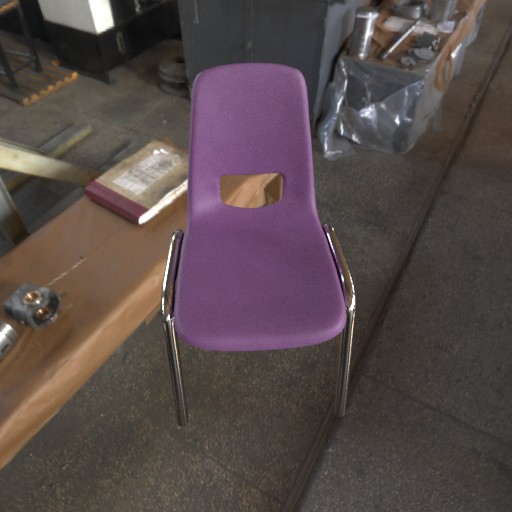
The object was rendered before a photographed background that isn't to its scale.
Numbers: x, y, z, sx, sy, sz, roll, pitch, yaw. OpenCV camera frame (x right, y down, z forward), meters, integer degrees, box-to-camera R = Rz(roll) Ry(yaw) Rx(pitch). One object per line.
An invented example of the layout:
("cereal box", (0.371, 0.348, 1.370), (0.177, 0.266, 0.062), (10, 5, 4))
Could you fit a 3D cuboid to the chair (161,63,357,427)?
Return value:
("chair", (0.000, 0.000, 0.857), (0.356, 0.584, 0.419), (-3, 48, -2))
